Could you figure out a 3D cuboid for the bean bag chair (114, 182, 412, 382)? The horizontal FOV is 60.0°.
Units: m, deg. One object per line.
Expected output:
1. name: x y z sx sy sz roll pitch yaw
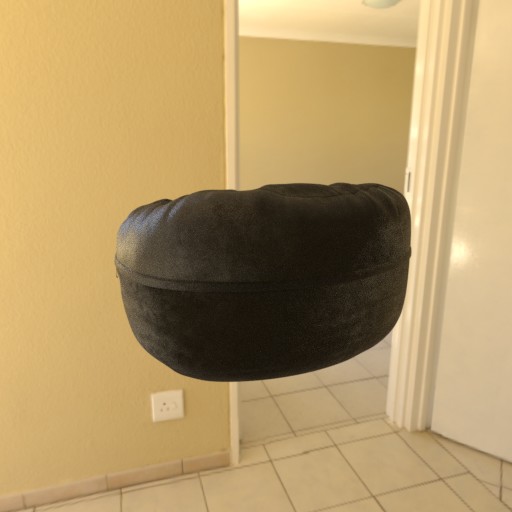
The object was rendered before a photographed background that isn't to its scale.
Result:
1. bean bag chair: 0.000 0.000 2.438 1.524 0.878 1.524 -7 16 -25
